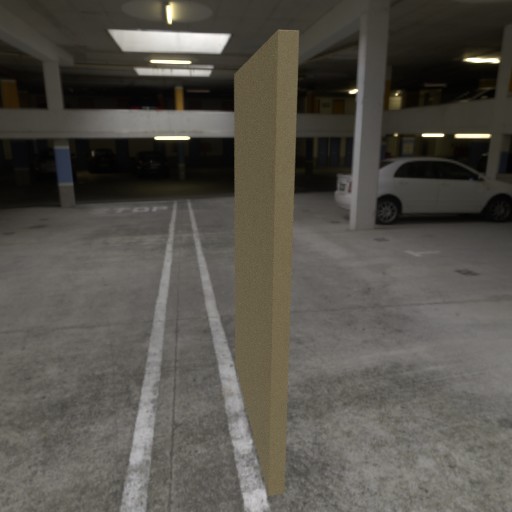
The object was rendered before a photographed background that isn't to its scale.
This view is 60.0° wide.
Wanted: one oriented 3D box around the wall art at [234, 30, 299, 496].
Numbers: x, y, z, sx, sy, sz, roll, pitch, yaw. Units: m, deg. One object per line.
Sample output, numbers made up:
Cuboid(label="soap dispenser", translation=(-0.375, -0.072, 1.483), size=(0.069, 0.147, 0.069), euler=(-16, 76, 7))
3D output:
Cuboid(label="wall art", translation=(0.000, 0.000, 0.983), size=(0.039, 0.810, 0.510), euler=(-3, 16, -9))
